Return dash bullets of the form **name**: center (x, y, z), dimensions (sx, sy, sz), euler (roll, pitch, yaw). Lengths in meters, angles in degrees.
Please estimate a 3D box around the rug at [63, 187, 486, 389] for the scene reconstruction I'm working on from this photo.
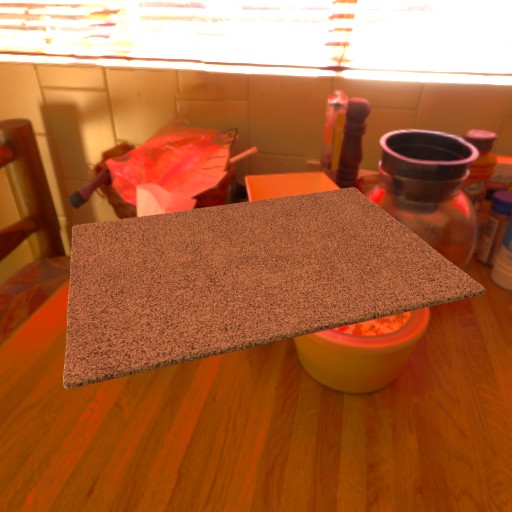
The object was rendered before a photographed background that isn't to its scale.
- **rug**: center (0.000, 0.000, 2.237), dimensions (1.778, 0.030, 1.219), euler (-10, 33, -15)
